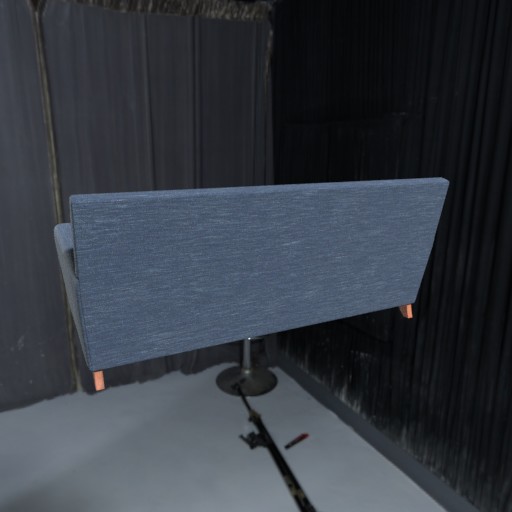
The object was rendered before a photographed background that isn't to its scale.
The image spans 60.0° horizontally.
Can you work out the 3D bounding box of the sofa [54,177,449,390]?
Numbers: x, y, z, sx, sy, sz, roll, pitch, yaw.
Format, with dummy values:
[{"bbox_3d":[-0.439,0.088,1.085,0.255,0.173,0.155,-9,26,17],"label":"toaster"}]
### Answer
[{"bbox_3d":[0.000,0.000,2.451,1.976,0.846,0.875,-7,16,-26],"label":"sofa"}]
